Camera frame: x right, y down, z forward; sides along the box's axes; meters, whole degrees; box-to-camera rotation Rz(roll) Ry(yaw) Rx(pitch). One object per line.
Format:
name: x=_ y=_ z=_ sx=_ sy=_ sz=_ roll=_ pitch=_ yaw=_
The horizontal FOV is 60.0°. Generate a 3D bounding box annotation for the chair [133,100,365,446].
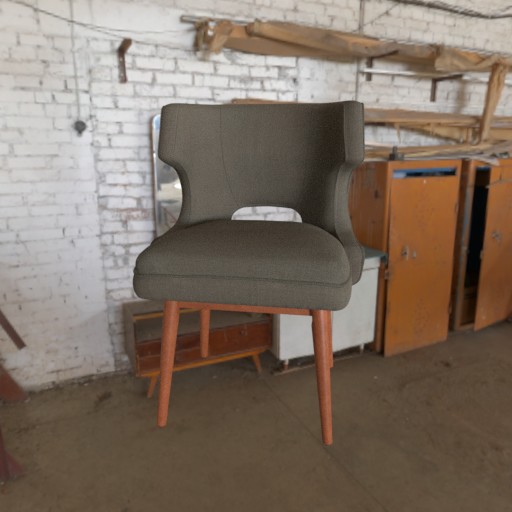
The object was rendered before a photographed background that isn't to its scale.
chair: x=0.000 y=0.000 z=1.261 sx=0.595 sy=0.863 sz=0.581 roll=2 pitch=14 yaw=10
